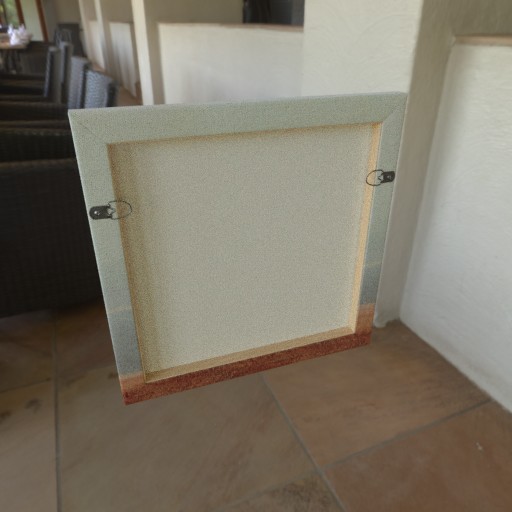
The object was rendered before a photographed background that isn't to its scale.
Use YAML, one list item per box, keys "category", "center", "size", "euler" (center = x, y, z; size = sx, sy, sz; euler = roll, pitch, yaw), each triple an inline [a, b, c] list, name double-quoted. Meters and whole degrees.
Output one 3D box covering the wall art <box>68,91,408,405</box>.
- category: "wall art"
  center: [0.000, 0.000, 0.605]
  size: [0.405, 0.405, 0.023]
  euler: [-10, 29, -17]
